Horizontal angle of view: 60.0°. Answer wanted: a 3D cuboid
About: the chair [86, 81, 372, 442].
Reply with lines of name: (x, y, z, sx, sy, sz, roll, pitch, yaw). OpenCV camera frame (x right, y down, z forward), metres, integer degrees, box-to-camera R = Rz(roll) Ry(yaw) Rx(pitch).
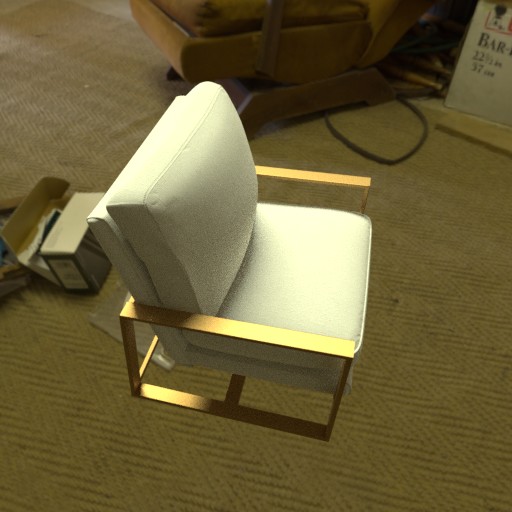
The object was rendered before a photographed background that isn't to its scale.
chair: (0.000, 0.000, 1.578, 0.813, 0.966, 0.805, 10, 48, 9)
